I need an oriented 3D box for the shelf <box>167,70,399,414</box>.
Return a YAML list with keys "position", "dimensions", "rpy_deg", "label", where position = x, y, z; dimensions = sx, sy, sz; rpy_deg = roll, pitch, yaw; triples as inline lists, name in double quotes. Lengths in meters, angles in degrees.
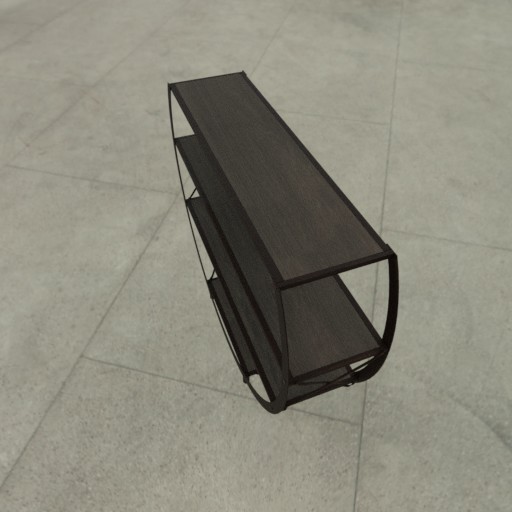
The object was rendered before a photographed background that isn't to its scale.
- position: [0.000, 0.000, 1.907]
  dimensions: [0.344, 1.063, 1.403]
  rpy_deg: [-15, 48, -14]
  label: "shelf"
